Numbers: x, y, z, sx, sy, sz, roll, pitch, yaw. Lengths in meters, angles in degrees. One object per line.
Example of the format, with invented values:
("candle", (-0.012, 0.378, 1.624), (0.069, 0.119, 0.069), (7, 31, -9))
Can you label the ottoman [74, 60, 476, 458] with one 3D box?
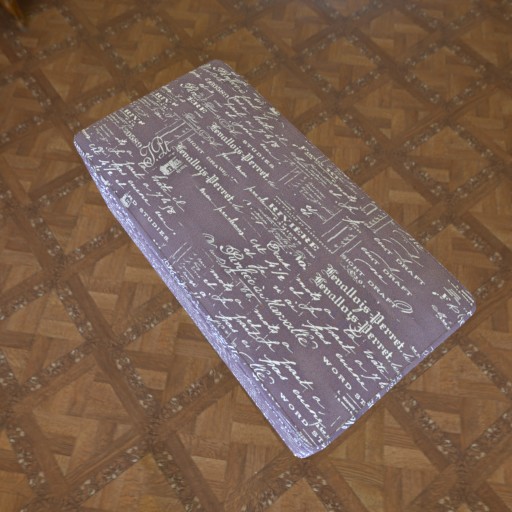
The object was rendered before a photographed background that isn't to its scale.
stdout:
("ottoman", (0.000, 0.000, 1.049), (0.406, 0.457, 0.813), (-35, 69, -16))
